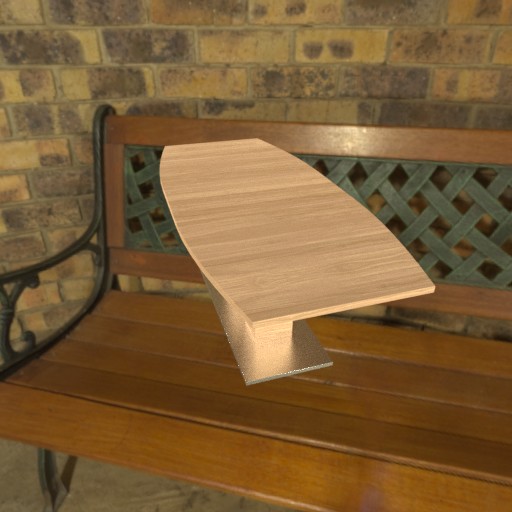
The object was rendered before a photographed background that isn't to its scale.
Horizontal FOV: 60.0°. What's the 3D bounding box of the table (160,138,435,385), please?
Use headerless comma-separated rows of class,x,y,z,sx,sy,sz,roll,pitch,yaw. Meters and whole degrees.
table,0.000,0.000,2.483,0.900,0.750,2.032,-9,31,-15
